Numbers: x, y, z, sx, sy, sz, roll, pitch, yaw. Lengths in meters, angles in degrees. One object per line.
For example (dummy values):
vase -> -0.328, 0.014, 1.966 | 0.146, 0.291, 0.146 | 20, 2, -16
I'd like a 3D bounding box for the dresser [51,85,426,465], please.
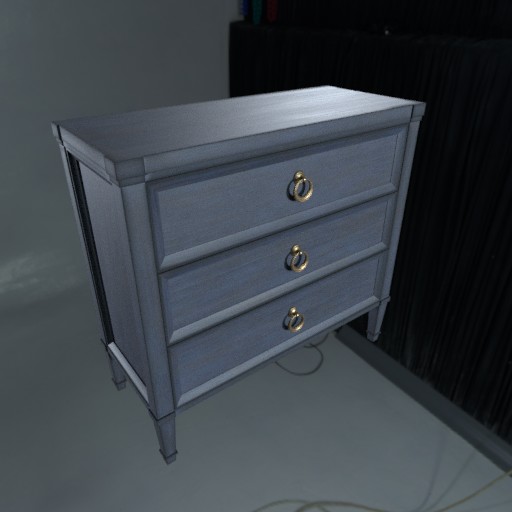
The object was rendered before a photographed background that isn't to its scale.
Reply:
dresser -> 0.000, 0.000, 1.561 | 1.049, 0.986, 0.463 | -20, 35, -32
